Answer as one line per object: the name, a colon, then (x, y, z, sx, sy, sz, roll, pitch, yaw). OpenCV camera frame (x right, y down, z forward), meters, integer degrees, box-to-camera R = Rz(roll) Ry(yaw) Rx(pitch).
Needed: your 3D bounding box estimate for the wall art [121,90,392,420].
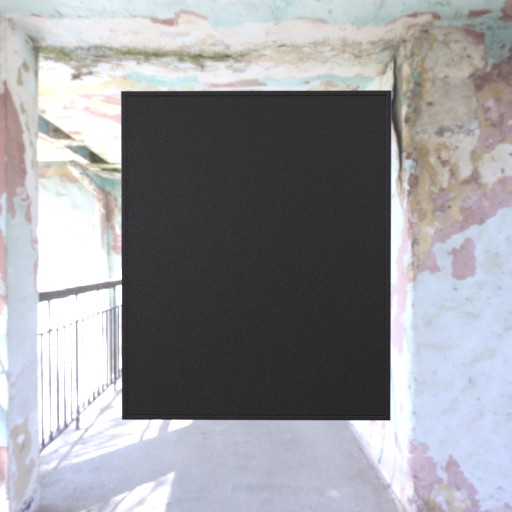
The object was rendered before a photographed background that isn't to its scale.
wall art: (0.000, 0.000, 0.753, 0.451, 0.551, 0.028, 0, 1, 0)
